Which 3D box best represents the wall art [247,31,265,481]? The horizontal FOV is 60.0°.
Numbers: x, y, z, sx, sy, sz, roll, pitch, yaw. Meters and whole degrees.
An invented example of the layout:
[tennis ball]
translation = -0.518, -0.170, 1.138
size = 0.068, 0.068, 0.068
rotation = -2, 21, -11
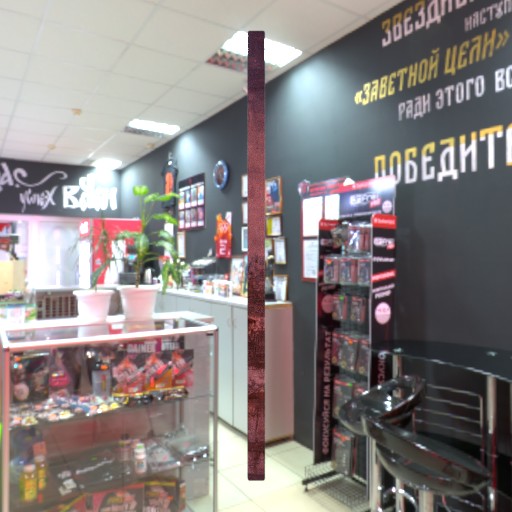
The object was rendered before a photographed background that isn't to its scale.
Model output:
[wall art]
translation = 0.000, 0.000, 1.506
size = 0.040, 1.020, 1.010
rotation = 0, 0, 0
